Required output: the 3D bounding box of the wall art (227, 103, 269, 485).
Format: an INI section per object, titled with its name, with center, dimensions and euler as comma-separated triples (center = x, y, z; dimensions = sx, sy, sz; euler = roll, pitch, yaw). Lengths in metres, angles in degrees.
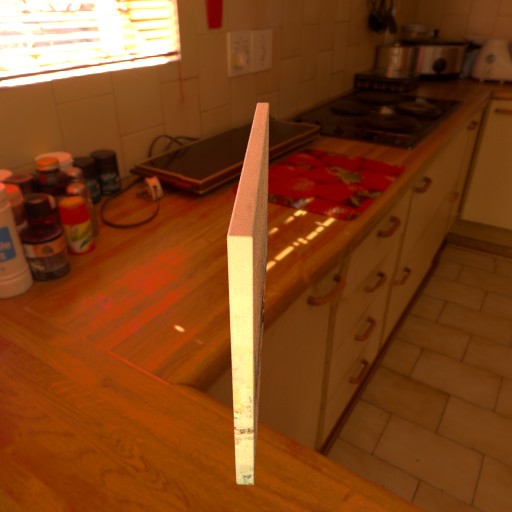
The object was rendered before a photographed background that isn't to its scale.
[wall art]
center = 0.000, 0.000, 1.193
dimensions = 0.038, 0.609, 0.913
euler = 2, 31, 3
